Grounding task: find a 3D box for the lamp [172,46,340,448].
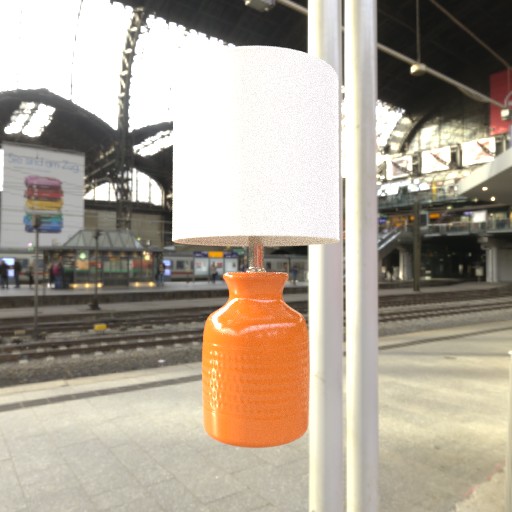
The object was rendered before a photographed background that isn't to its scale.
[{"bbox_3d":[0.000,0.000,1.126,0.418,0.871,0.418,1,-2,-37],"label":"lamp"}]
